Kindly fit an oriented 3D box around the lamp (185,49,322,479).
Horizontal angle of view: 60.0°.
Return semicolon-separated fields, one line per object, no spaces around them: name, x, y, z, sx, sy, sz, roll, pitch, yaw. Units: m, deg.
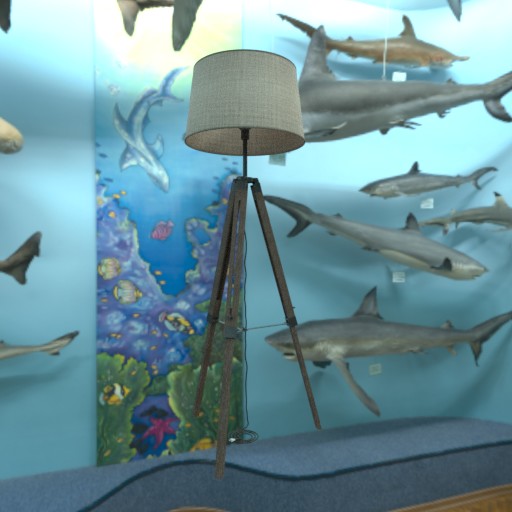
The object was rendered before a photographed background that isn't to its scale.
lamp;0.000;0.000;1.849;0.587;1.510;0.604;0;1;-17
